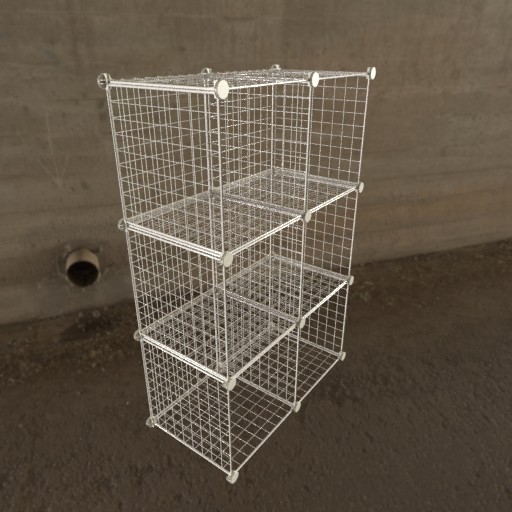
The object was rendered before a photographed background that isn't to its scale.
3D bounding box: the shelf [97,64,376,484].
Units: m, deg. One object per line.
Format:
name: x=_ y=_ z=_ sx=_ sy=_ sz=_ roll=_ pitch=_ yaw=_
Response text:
shelf: x=0.000 y=0.000 z=1.376 sx=0.356 sy=1.067 sz=0.711 roll=18 pitch=31 yaw=33
